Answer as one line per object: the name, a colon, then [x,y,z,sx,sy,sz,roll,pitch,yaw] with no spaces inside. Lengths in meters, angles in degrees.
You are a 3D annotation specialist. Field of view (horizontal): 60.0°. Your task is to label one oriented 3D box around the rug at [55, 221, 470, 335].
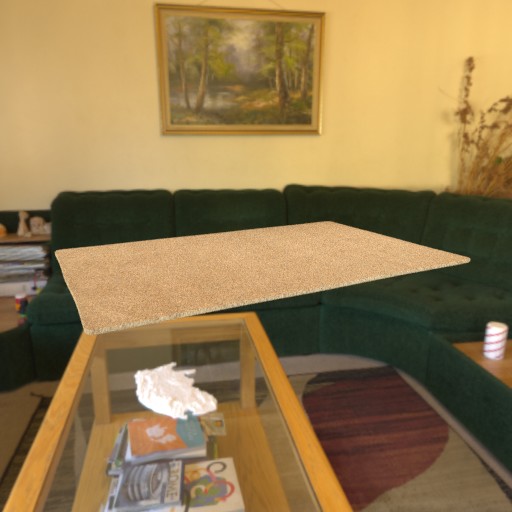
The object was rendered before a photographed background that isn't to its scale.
rug: [0.000,0.000,2.949,2.349,0.025,1.500,-8,17,-27]
